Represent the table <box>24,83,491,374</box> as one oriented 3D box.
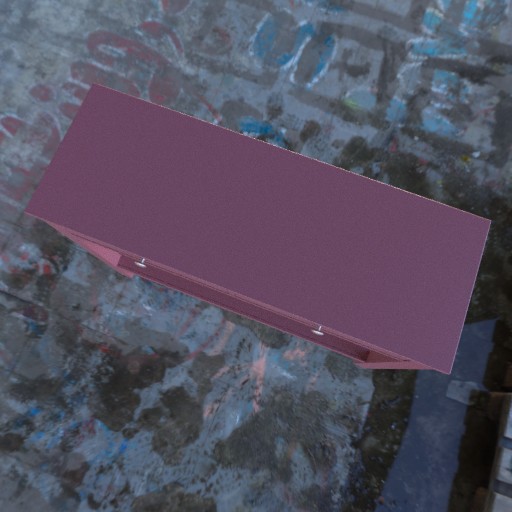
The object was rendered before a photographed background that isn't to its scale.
[{"bbox_3d":[0.000,0.000,1.439,1.068,0.753,0.397,20,77,5],"label":"table"}]
